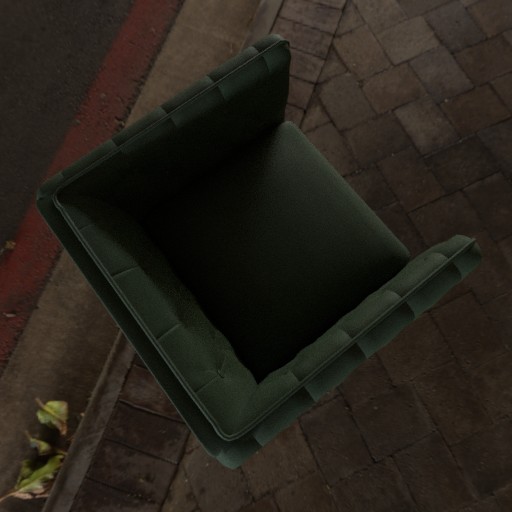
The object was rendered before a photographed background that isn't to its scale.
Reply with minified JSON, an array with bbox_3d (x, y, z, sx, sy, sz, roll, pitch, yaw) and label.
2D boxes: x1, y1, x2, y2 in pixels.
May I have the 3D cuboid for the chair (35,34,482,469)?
[{"bbox_3d":[0.000,0.000,1.491,0.855,0.768,0.917,-37,78,-9],"label":"chair"}]
